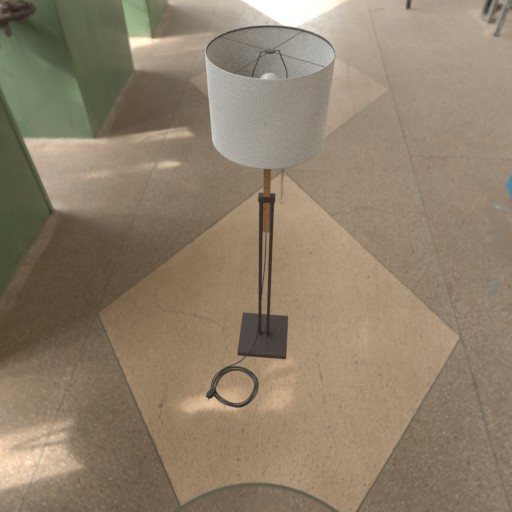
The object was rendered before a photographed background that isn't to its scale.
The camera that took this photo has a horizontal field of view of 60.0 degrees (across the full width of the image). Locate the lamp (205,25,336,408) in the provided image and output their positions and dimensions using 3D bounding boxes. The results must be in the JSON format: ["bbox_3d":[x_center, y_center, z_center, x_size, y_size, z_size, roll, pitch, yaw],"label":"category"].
[{"bbox_3d":[0.000,0.000,1.909,0.474,1.650,0.639,4,47,4],"label":"lamp"}]
